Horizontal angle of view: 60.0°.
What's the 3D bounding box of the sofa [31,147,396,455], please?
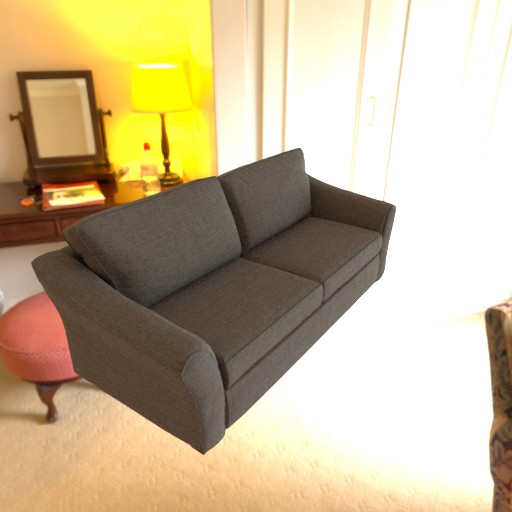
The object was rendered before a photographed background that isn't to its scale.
[{"bbox_3d":[0.000,0.000,2.717,0.971,0.950,2.270,18,31,32],"label":"sofa"}]
